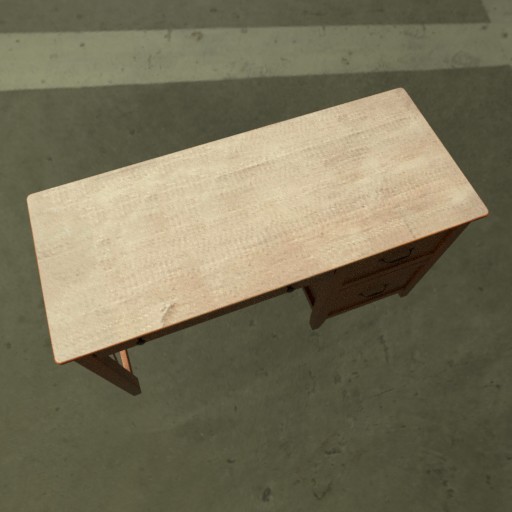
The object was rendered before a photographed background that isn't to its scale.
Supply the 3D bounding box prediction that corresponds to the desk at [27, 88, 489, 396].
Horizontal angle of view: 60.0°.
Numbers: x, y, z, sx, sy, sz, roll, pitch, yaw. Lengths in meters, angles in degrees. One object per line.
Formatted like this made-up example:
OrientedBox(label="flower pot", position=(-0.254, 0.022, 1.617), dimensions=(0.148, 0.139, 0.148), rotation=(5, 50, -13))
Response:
OrientedBox(label="desk", position=(0.000, 0.000, 1.736), dimensions=(1.353, 0.756, 0.574), rotation=(-18, 66, -9))
